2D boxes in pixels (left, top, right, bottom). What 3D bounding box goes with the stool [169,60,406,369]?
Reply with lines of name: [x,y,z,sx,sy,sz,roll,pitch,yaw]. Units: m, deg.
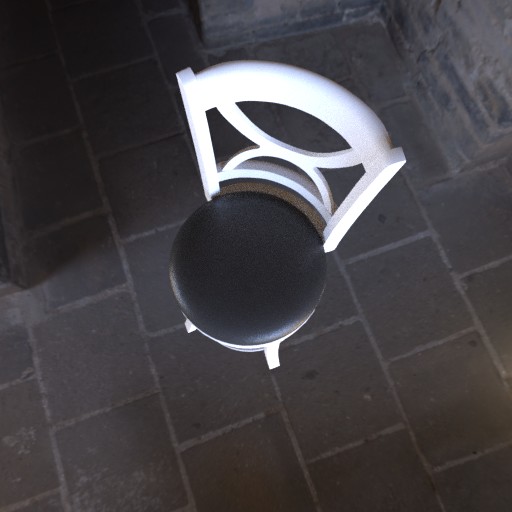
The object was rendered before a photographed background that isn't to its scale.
stool: [0.000,0.000,1.216,0.444,0.953,0.508,23,76,6]
